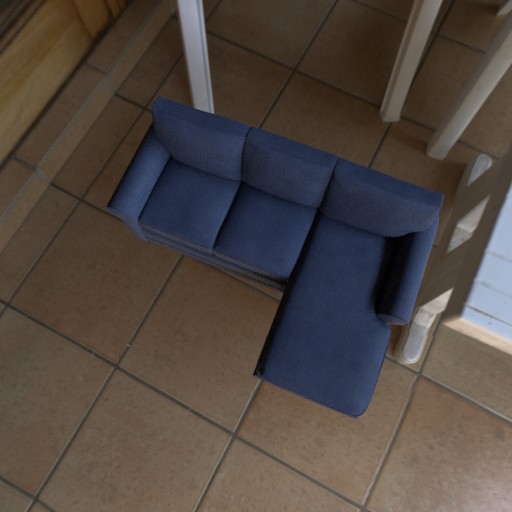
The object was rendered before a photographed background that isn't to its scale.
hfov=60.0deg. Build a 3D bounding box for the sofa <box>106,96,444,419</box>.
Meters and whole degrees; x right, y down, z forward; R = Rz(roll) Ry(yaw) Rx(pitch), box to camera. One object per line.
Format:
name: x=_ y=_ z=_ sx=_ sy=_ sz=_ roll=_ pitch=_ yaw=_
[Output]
sofa: x=0.000 y=0.000 z=3.606 sx=2.567 sy=1.063 sz=1.780 roll=21 pitch=74 yaw=6
